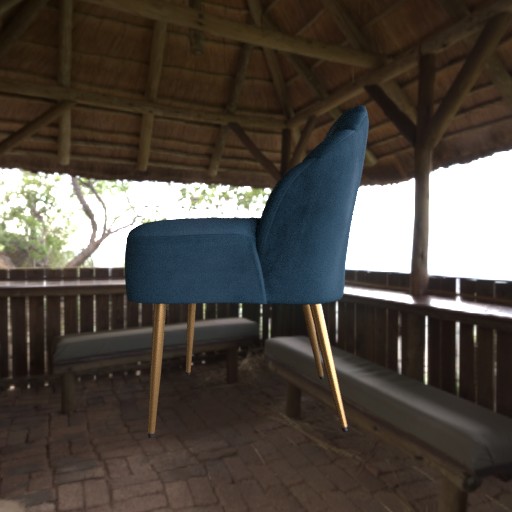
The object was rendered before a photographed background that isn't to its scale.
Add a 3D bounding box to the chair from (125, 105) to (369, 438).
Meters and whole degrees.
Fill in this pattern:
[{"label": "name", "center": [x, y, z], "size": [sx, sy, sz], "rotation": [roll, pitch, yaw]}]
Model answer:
[{"label": "chair", "center": [0.000, 0.000, 1.249], "size": [0.599, 0.819, 0.657], "rotation": [0, 1, 1]}]
